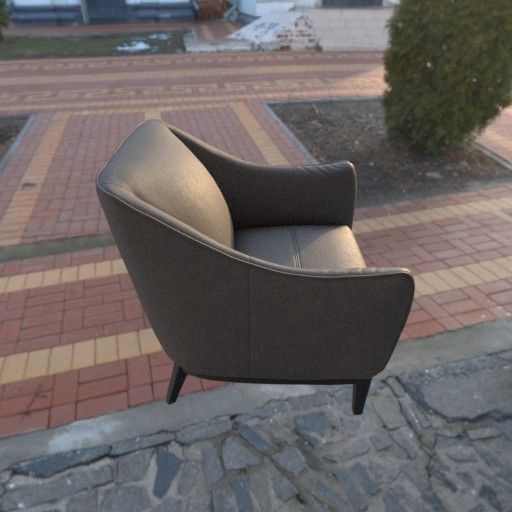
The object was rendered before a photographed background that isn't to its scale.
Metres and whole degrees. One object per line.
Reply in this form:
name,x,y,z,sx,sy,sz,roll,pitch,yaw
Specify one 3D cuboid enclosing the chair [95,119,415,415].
chair,0.000,0.000,1.587,0.852,0.830,0.871,0,32,0
